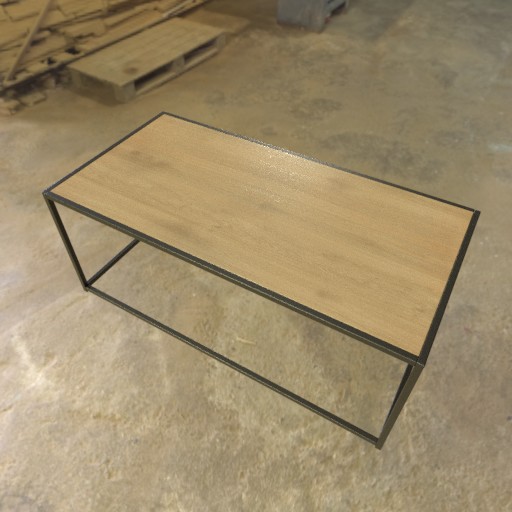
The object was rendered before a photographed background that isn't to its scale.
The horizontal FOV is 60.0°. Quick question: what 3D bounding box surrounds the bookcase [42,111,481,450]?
[{"bbox_3d":[0.000,0.000,1.266,1.000,0.400,0.500,23,50,21],"label":"bookcase"}]
